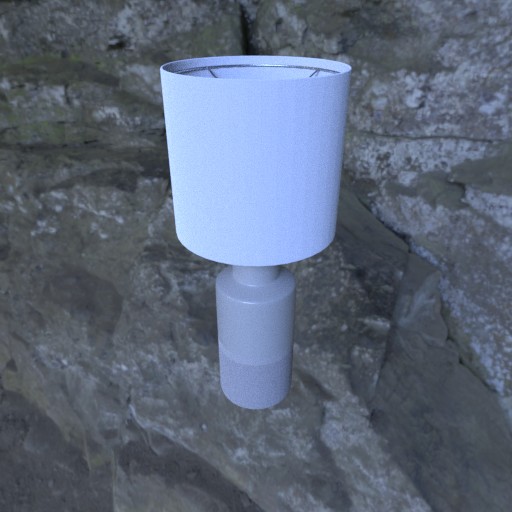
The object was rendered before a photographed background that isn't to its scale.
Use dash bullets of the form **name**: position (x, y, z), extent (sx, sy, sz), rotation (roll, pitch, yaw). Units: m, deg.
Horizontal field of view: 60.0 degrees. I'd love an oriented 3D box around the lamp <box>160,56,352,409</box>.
- **lamp**: position (0.000, 0.000, 0.620), extent (0.212, 0.493, 0.212), rotation (-22, 36, -33)
